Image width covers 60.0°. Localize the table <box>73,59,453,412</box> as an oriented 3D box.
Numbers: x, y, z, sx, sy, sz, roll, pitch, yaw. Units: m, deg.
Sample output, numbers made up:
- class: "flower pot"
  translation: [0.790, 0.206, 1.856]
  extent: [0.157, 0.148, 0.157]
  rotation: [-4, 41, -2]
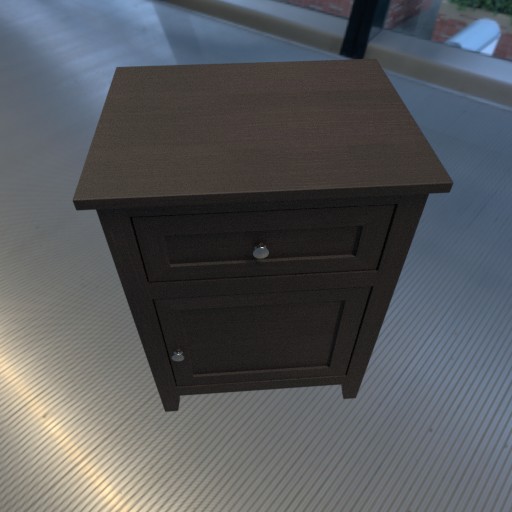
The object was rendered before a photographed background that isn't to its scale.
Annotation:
- class: "table"
  translation: [0.000, 0.000, 0.916]
  extent: [0.480, 0.635, 0.381]
  rotation: [-3, 47, -3]
